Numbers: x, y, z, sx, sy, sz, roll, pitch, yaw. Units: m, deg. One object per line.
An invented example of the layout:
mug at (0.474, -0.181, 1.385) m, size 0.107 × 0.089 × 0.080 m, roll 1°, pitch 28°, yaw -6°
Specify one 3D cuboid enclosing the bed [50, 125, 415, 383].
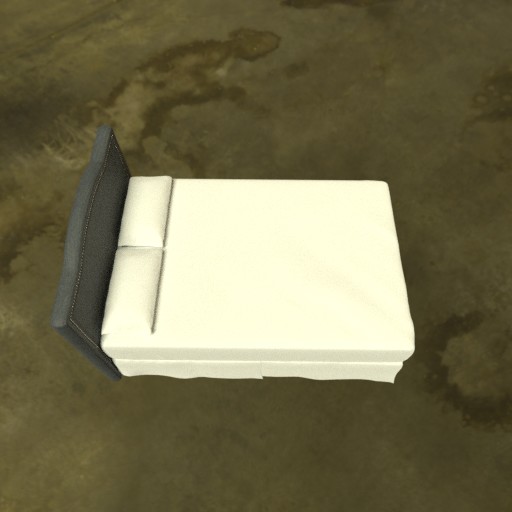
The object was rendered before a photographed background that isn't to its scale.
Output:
bed at (0.000, 0.000, 3.641) m, size 2.507 × 1.441 × 1.747 m, roll 1°, pitch 61°, yaw 0°
